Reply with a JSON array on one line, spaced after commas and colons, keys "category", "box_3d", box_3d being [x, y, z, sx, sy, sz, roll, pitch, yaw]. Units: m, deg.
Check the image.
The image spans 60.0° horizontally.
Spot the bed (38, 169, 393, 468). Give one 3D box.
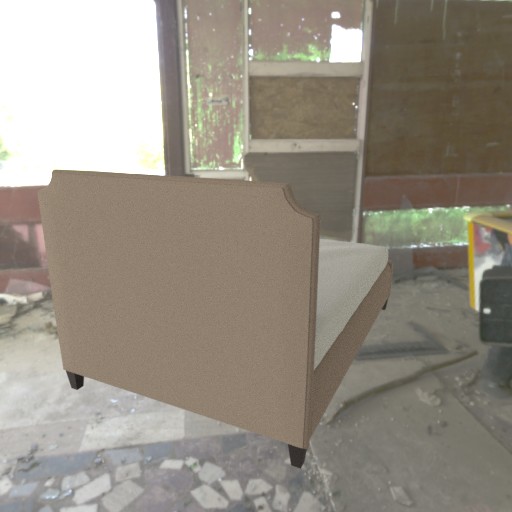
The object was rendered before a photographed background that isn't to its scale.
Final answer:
[{"category": "bed", "box_3d": [0.000, 0.000, 3.368, 1.713, 1.443, 2.372, 8, 18, 25]}]
